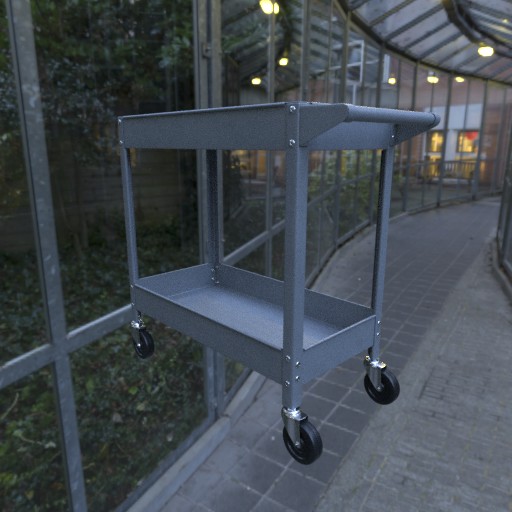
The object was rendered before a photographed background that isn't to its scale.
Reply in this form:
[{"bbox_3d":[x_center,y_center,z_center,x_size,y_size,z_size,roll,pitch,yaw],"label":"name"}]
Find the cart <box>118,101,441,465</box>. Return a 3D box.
[{"bbox_3d":[0.000,0.000,1.171,0.366,0.719,0.779,-13,19,-42],"label":"cart"}]
